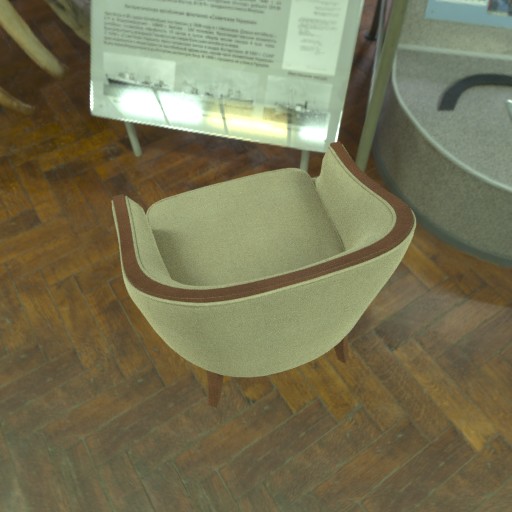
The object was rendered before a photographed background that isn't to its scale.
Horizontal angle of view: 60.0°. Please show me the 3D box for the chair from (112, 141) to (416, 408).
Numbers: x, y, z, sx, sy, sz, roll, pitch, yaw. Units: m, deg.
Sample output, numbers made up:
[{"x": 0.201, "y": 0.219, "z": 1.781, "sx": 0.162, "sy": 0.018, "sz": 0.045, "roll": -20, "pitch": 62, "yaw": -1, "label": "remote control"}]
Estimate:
[{"x": 0.000, "y": 0.000, "z": 1.452, "sx": 0.803, "sy": 0.876, "sz": 0.735, "roll": -16, "pitch": 58, "yaw": -10, "label": "chair"}]
